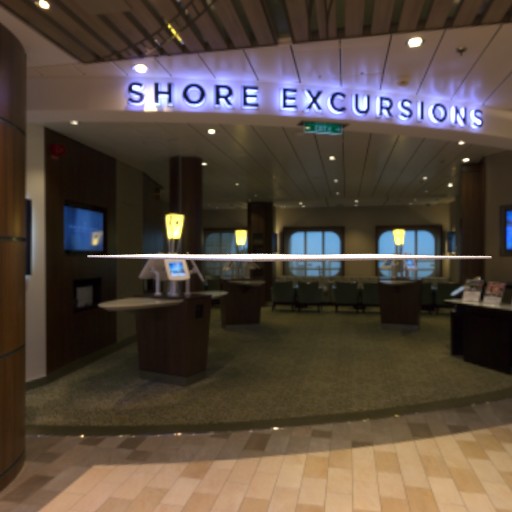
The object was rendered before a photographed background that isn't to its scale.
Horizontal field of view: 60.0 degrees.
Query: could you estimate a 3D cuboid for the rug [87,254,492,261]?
[{"bbox_3d":[0.000,0.000,3.125,1.706,0.026,2.438,0,0,-35],"label":"rug"}]
